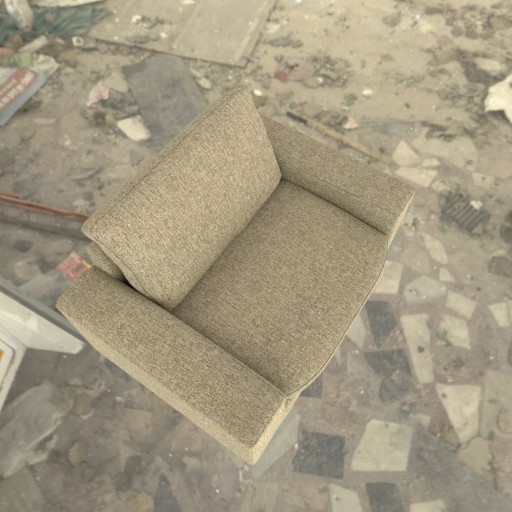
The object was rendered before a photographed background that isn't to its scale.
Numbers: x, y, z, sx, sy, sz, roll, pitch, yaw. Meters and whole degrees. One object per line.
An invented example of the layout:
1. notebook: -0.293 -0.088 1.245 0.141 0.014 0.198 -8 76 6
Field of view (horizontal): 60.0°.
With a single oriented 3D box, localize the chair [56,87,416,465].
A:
1. chair: 0.000 0.000 2.026 1.039 0.915 1.398 30 63 17
